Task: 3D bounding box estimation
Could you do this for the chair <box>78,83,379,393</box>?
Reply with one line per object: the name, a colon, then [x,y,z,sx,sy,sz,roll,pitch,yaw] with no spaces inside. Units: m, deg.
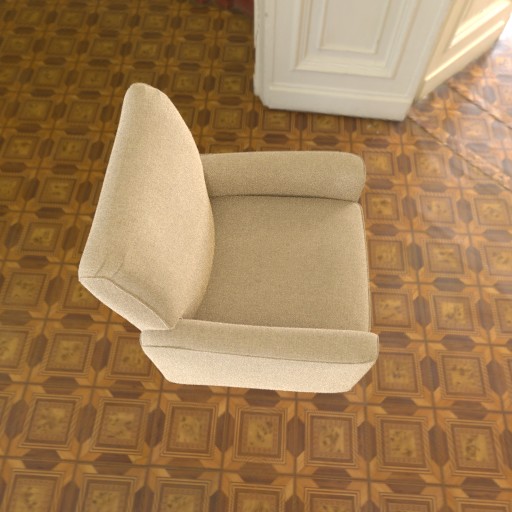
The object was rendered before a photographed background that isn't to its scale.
chair: [0.000,0.000,1.635,0.859,1.023,0.845,3,62,1]
